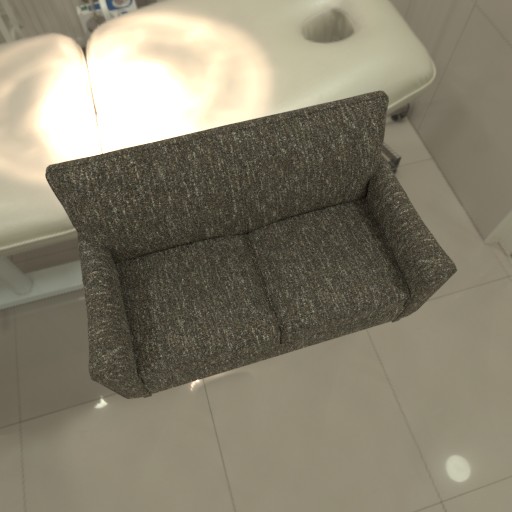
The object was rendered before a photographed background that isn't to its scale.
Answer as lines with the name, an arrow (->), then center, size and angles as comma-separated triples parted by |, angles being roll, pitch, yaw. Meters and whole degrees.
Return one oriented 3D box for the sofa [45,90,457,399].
sofa -> 0.000, 0.000, 2.039 | 1.519, 0.946, 0.801 | -15, 63, -8
